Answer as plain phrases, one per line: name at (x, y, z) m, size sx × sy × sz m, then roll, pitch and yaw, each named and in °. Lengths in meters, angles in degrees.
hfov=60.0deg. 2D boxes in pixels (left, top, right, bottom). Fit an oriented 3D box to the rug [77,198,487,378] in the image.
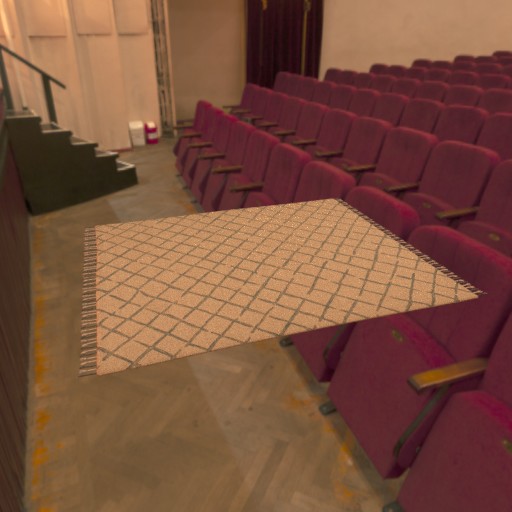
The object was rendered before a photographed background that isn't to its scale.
rug at (0.000, 0.000, 4.813) m, size 3.585 × 0.036 × 2.892 m, roll -8°, pitch 28°, yaw -16°
